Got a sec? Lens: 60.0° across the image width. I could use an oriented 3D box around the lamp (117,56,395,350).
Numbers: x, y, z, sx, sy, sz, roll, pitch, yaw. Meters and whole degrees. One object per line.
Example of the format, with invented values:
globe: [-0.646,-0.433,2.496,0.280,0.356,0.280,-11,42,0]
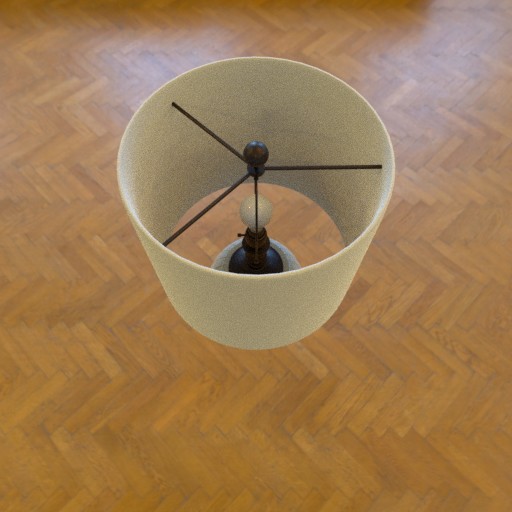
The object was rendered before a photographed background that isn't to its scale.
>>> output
lamp: [0.000,0.000,0.768,0.329,0.570,0.329,-1,63,0]
